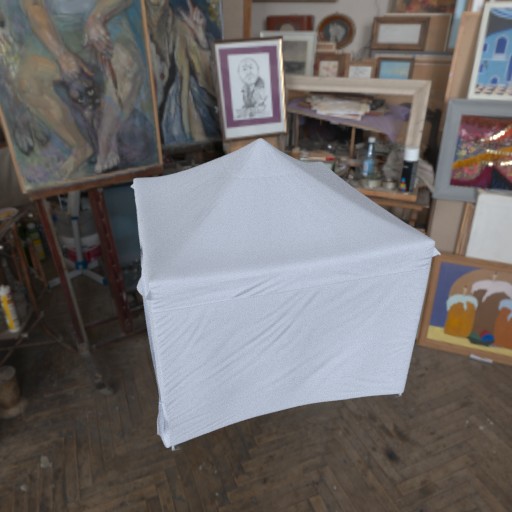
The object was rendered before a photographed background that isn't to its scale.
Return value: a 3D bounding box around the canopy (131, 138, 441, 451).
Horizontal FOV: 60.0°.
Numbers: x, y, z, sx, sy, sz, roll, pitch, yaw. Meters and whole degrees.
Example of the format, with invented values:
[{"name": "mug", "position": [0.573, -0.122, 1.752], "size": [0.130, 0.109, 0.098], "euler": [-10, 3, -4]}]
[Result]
[{"name": "canopy", "position": [0.000, 0.000, 5.709], "size": [3.121, 2.997, 3.043], "euler": [-8, 30, -14]}]
